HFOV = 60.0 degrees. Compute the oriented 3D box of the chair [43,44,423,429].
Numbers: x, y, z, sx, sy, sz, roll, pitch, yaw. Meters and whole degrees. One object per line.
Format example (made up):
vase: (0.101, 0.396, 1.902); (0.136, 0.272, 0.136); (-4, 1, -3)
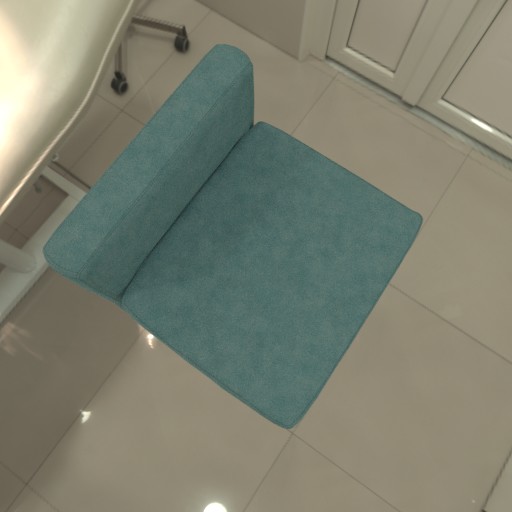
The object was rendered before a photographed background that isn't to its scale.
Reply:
chair: (0.000, 0.000, 1.249); (0.685, 0.660, 0.684); (34, 77, 9)
